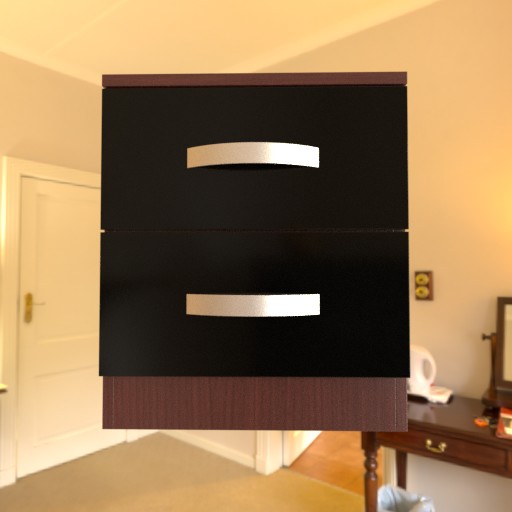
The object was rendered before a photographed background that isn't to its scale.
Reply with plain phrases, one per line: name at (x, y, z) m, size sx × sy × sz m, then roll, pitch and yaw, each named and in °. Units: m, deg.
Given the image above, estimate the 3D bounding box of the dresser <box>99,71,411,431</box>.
dresser at (0.000, 0.000, 0.726) m, size 0.400 × 0.470 × 0.360 m, roll 0°, pitch -2°, yaw 1°
